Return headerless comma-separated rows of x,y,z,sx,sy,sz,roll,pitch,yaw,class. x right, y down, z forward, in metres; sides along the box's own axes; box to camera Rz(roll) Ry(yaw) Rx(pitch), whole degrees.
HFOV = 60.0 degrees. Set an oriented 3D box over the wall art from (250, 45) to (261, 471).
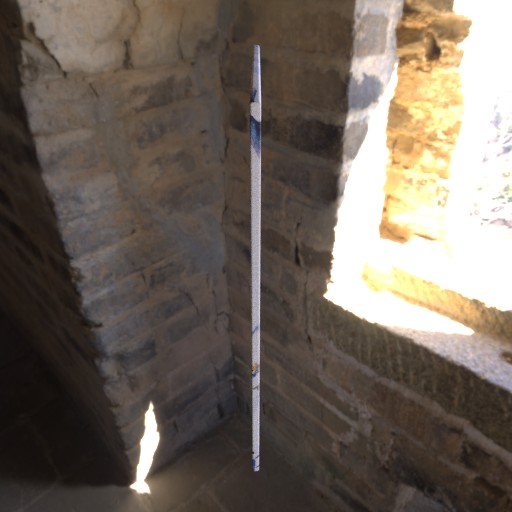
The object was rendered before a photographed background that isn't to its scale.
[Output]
0.000,0.000,1.141,0.016,0.914,0.610,0,32,0,wall art
